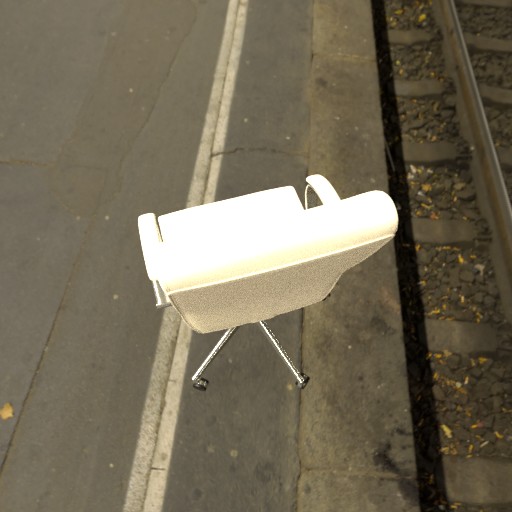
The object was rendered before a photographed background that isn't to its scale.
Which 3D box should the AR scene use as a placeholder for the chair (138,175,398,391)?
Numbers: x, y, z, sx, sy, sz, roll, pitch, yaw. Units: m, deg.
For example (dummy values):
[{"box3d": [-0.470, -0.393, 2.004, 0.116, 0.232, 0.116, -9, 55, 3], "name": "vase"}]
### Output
[{"box3d": [0.000, 0.000, 1.574, 0.727, 1.099, 0.745, -14, 59, -9], "name": "chair"}]
